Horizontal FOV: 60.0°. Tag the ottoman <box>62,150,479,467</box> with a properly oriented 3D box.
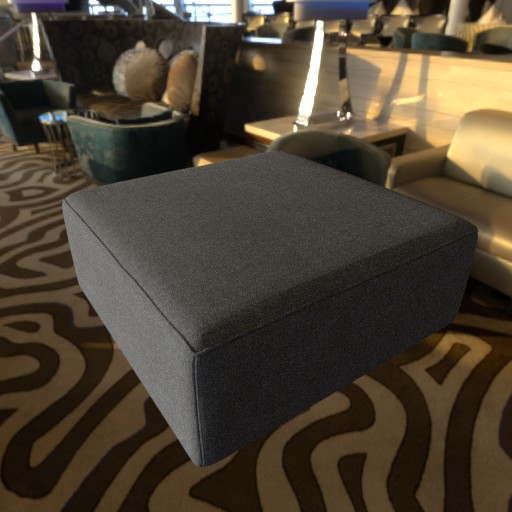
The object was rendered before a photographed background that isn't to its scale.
[{"bbox_3d":[0.000,0.000,1.511,1.000,0.439,1.000,-19,35,-30],"label":"ottoman"}]
